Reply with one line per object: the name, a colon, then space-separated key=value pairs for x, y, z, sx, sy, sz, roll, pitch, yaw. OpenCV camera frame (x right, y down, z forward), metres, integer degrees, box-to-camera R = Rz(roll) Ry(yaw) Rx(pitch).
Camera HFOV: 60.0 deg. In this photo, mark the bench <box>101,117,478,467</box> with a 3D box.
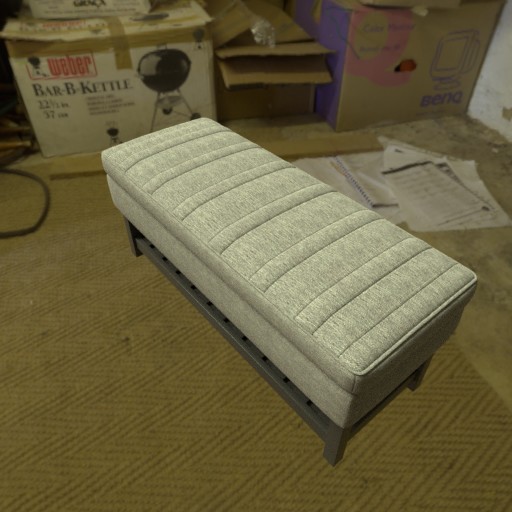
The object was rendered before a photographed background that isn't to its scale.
bench: x=0.000 y=0.000 z=1.324 sx=0.429 sy=0.470 sz=1.100 roll=-29 pitch=49 yaw=-28
